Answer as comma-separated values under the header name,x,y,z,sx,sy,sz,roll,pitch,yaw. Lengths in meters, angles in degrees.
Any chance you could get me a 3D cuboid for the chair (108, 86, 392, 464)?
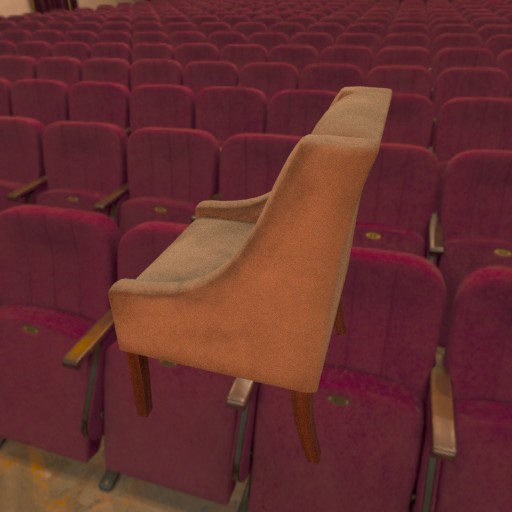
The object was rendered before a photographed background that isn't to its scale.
name,x,y,z,sx,sy,sz,roll,pitch,yaw
chair,0.000,0.000,1.310,0.629,0.895,0.629,9,31,15
